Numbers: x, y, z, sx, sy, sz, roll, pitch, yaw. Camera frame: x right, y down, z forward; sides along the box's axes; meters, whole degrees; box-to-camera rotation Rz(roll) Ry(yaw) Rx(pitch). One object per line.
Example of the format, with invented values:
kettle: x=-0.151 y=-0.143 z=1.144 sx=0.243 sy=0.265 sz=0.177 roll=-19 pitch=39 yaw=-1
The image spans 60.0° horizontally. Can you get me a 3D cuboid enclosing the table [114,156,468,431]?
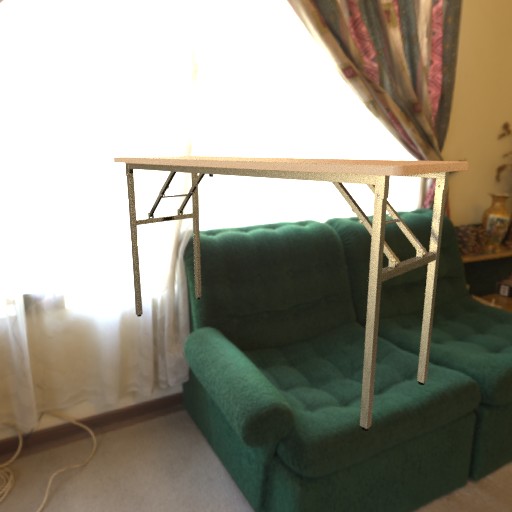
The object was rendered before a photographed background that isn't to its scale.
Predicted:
table: x=0.000 y=0.000 z=1.751 sx=0.446 sy=0.750 sz=1.397 roll=-13 pitch=19 yaw=-43
